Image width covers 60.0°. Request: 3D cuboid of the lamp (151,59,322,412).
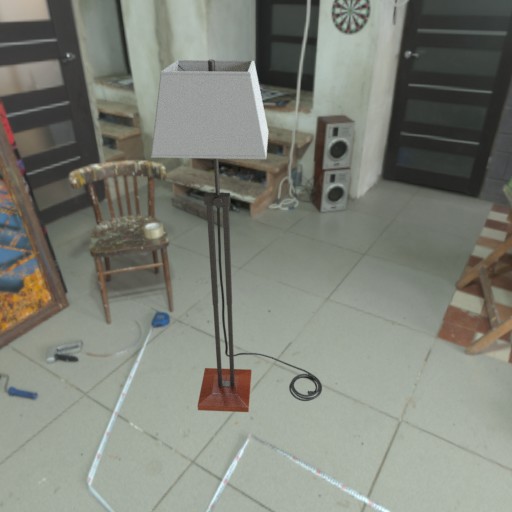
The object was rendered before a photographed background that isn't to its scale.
[{"bbox_3d":[0.000,0.000,2.081,0.745,1.712,0.472,2,31,3],"label":"lamp"}]
